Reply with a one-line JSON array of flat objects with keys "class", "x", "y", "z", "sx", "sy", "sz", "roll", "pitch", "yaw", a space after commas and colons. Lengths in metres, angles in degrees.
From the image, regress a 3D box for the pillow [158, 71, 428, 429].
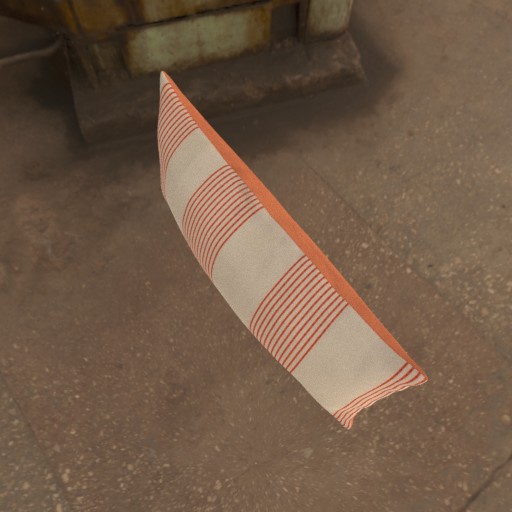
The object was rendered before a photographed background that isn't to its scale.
[{"class": "pillow", "x": 0.000, "y": 0.000, "z": 0.740, "sx": 0.156, "sy": 0.292, "sz": 0.608, "roll": -33, "pitch": 69, "yaw": -14}]
